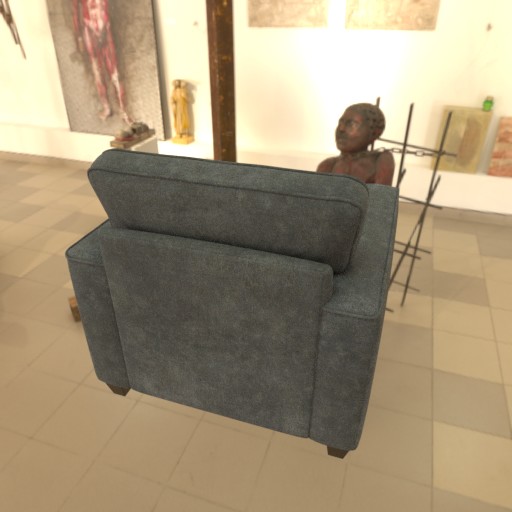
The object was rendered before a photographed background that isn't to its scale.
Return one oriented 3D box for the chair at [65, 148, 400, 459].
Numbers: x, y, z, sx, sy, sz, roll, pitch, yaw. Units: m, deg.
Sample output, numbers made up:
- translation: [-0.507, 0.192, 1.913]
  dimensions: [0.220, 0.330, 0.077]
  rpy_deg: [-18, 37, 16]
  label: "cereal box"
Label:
- translation: [0.000, 0.000, 1.731]
  dimensions: [1.015, 0.965, 0.939]
  rpy_deg: [10, 33, 16]
  label: "chair"
